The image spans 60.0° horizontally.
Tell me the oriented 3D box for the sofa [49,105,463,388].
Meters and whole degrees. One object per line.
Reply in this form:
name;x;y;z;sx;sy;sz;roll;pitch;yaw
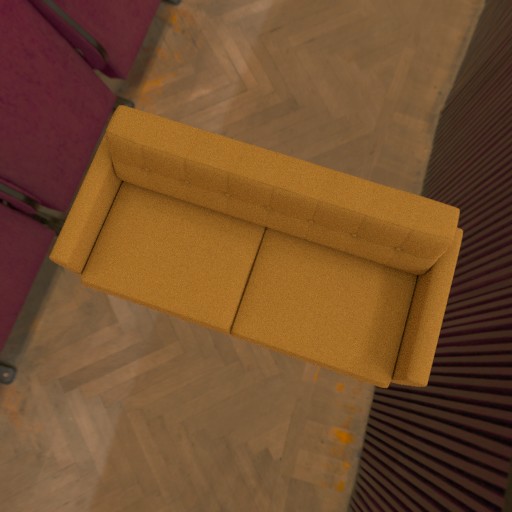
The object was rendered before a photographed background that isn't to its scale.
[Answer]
sofa;0.000;0.000;2.474;2.029;0.841;0.909;18;77;4
